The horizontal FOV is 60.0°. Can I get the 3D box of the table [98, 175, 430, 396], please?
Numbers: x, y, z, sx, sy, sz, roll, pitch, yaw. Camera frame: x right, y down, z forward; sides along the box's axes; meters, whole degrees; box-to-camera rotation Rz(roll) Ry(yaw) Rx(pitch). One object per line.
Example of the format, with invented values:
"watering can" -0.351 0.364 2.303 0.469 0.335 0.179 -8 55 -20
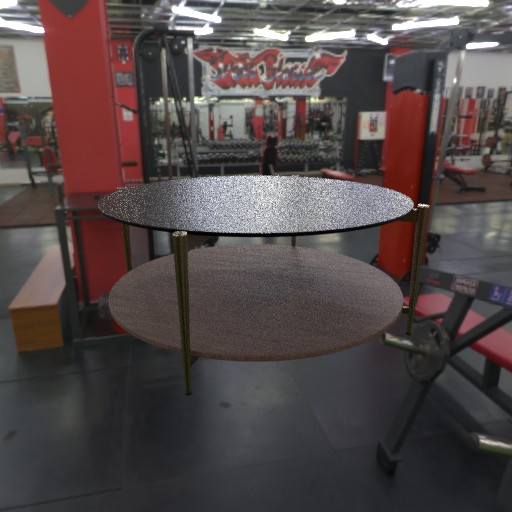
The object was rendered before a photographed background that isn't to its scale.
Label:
"table" 0.000 0.000 1.450 0.938 0.400 0.938 -3 18 -10
